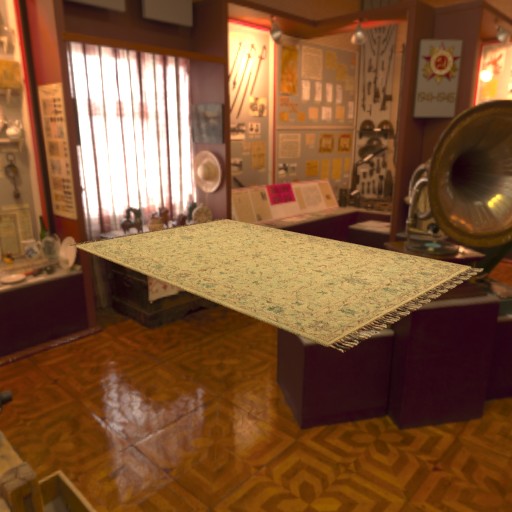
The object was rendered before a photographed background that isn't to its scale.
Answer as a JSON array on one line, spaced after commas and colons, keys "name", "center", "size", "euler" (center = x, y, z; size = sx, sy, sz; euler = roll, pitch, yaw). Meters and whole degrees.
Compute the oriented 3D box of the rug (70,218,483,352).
[{"name": "rug", "center": [0.000, 0.000, 3.022], "size": [2.435, 0.010, 1.544], "euler": [15, 21, 43]}]
